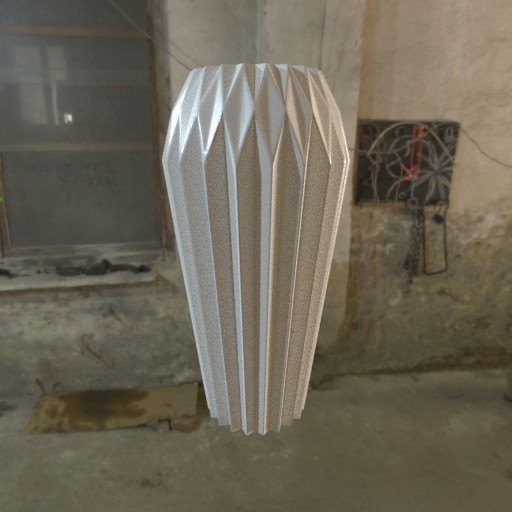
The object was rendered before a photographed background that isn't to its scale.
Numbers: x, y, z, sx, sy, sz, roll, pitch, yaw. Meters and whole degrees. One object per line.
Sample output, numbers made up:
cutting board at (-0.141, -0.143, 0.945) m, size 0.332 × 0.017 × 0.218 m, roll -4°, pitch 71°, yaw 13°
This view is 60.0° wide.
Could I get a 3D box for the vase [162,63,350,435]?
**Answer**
vase at (0.000, 0.000, 0.340) m, size 0.133 × 0.263 × 0.133 m, roll 0°, pitch 16°, yaw 0°
